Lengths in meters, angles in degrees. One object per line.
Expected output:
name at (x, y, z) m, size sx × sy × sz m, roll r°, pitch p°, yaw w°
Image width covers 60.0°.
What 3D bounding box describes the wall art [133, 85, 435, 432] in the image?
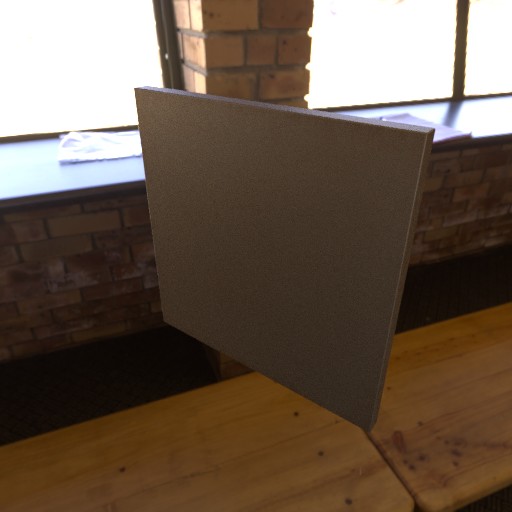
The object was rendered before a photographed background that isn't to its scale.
wall art at (0.000, 0.000, 0.765) m, size 0.503 × 0.506 × 0.030 m, roll 20°, pitch 36°, yaw 31°
